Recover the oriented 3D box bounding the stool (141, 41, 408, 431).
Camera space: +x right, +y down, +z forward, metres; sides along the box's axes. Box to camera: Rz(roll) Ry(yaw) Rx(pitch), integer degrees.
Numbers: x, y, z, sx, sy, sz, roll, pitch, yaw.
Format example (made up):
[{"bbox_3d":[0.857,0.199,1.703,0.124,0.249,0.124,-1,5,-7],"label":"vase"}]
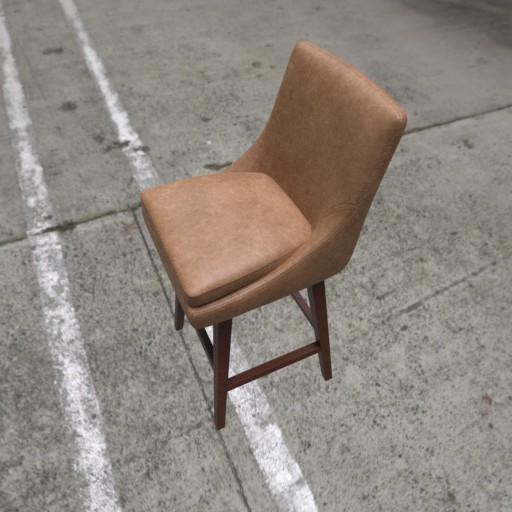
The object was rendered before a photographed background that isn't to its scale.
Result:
[{"bbox_3d":[0.000,0.000,1.388,0.572,1.079,0.487,-19,49,-17],"label":"stool"}]
